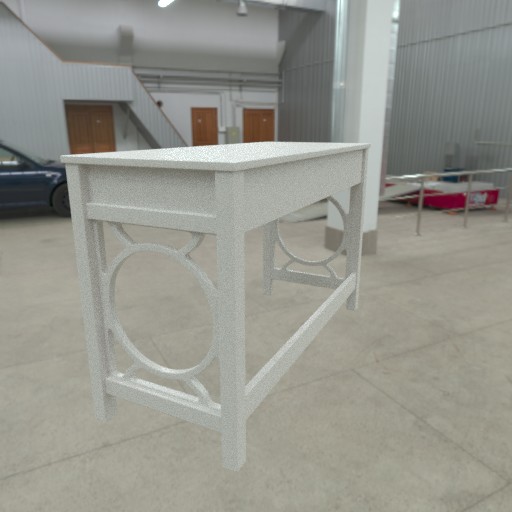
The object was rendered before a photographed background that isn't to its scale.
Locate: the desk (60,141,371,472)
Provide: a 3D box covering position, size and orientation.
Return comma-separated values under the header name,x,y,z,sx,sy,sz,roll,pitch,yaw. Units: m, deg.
name,x,y,z,sx,sy,sz,roll,pitch,yaw
desk,0.000,0.000,1.605,0.504,0.762,1.191,8,18,26
